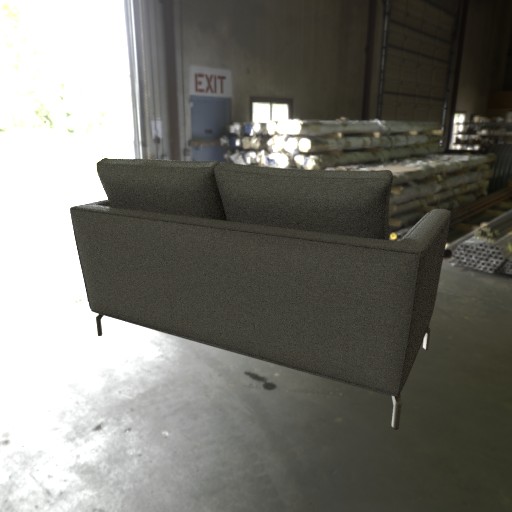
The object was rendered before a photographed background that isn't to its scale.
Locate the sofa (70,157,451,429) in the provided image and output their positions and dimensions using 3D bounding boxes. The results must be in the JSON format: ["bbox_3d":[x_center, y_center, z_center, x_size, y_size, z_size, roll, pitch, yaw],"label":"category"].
[{"bbox_3d":[0.000,0.000,2.109,1.594,0.924,0.803,9,19,28],"label":"sofa"}]
